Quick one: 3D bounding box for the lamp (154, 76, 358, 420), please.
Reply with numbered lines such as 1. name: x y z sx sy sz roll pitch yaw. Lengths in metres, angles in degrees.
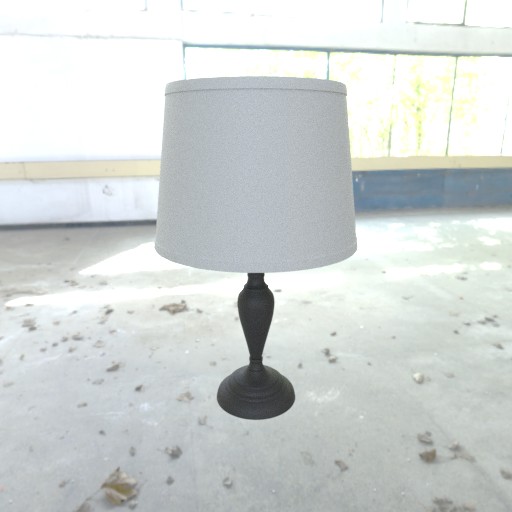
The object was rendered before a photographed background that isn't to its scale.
1. lamp: 0.000 0.000 0.698 0.310 0.501 0.310 0 16 0
